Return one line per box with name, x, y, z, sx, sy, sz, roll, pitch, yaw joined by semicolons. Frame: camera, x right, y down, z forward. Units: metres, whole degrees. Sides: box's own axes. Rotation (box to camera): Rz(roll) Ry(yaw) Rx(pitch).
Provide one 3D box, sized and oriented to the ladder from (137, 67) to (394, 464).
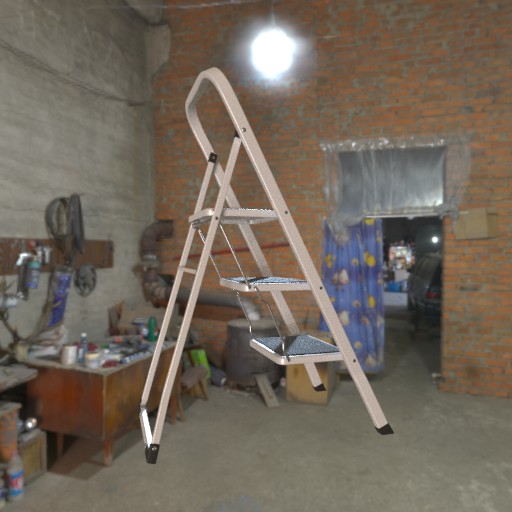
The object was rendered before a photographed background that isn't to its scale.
ladder;0.000;0.000;1.414;0.711;1.050;0.460;0;0;-18
